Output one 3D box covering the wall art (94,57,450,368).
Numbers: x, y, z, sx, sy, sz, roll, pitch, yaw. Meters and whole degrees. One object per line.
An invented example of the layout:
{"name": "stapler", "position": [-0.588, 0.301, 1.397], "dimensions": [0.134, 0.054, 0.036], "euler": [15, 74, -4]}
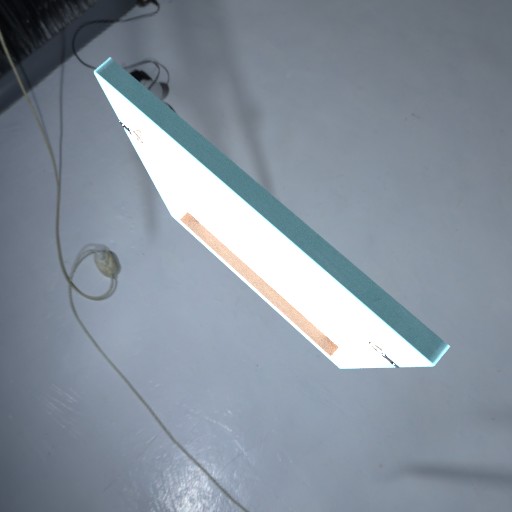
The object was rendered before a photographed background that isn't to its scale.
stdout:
{"name": "wall art", "position": [0.000, 0.000, 1.551], "dimensions": [1.071, 1.073, 0.070], "euler": [41, 79, 10]}
